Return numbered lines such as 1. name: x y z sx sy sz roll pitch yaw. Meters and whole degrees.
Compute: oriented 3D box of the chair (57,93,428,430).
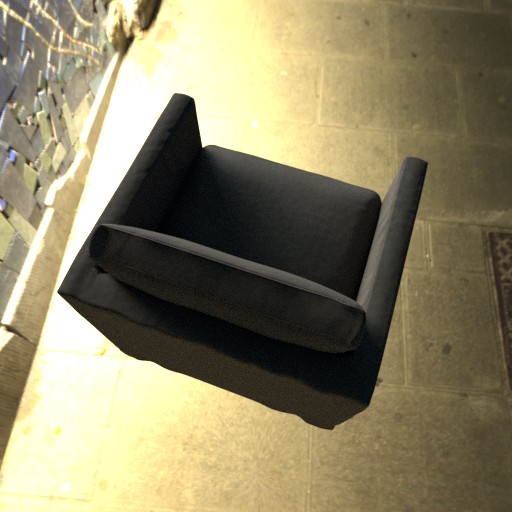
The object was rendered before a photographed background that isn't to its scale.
1. chair: 0.000 0.000 1.748 1.057 0.863 0.949 18 65 9
